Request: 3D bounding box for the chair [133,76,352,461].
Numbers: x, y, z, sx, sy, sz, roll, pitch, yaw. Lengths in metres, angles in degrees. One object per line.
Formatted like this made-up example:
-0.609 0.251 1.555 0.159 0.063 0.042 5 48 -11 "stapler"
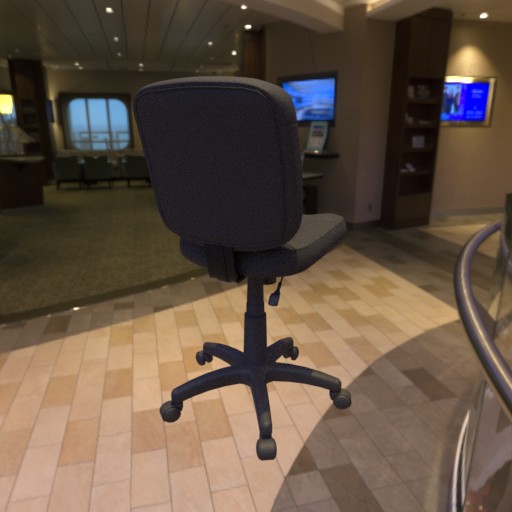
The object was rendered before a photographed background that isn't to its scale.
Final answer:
0.000 0.000 1.351 0.610 0.972 0.610 9 19 28 "chair"
